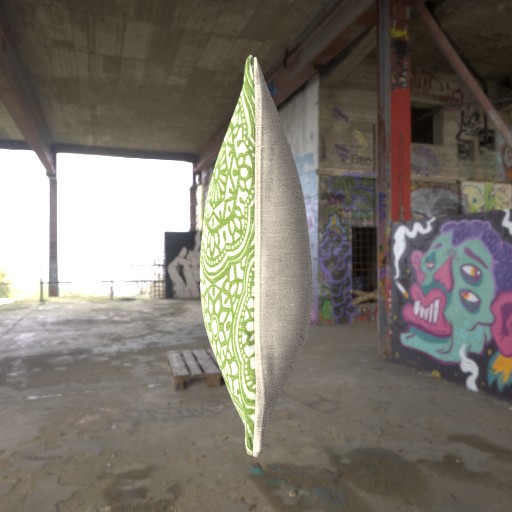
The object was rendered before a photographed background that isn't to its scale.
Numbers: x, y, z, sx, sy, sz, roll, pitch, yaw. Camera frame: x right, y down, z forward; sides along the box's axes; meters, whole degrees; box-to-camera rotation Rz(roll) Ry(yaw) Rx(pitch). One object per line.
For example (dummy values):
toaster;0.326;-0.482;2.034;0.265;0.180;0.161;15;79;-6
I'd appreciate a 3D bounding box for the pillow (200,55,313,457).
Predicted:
pillow;0.000;0.000;0.675;0.162;0.419;0.440;0;0;1
